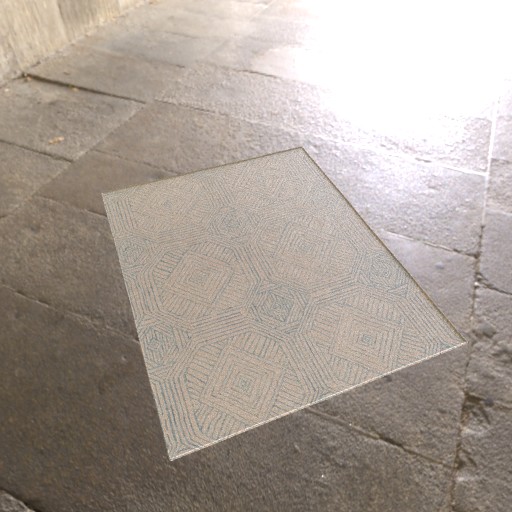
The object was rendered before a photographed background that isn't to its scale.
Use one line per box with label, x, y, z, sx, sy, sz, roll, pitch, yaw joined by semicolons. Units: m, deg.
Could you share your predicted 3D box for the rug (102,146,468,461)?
rug;0.000;0.000;4.220;2.457;0.015;3.049;-16;49;-15
